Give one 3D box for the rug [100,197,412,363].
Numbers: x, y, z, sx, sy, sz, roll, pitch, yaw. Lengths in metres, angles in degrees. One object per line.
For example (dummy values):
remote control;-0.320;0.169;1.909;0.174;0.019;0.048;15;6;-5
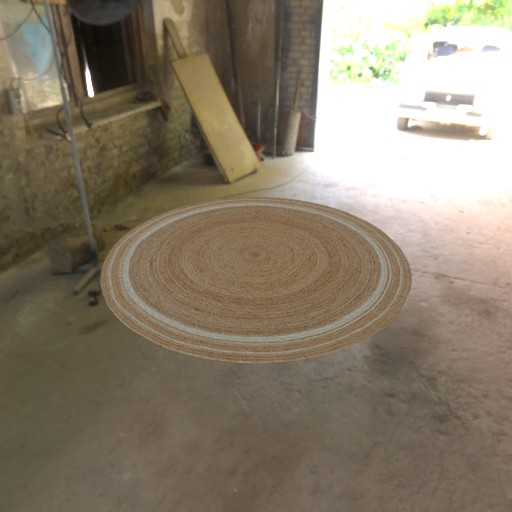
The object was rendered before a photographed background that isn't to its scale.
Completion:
rug;0.000;0.000;3.639;2.444;0.015;2.444;0;31;0
